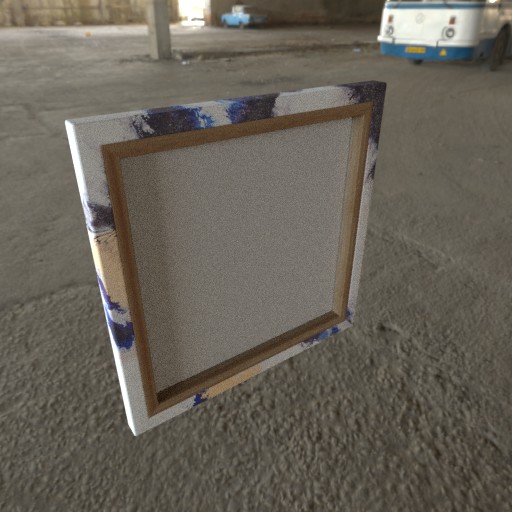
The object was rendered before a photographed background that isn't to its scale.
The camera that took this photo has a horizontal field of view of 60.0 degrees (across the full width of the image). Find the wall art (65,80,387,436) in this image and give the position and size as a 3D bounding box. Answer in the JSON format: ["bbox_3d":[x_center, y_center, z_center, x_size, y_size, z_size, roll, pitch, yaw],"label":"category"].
[{"bbox_3d":[0.000,0.000,0.890,0.609,0.609,0.039,-19,35,-30],"label":"wall art"}]
